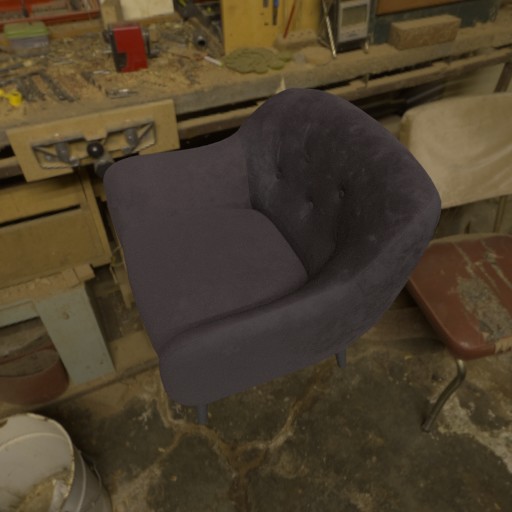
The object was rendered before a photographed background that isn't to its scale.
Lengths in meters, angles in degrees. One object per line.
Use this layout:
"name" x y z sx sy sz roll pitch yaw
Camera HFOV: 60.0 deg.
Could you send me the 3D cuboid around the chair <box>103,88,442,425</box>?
"chair" 0.000 0.000 1.463 0.819 0.807 0.840 -17 47 -16
